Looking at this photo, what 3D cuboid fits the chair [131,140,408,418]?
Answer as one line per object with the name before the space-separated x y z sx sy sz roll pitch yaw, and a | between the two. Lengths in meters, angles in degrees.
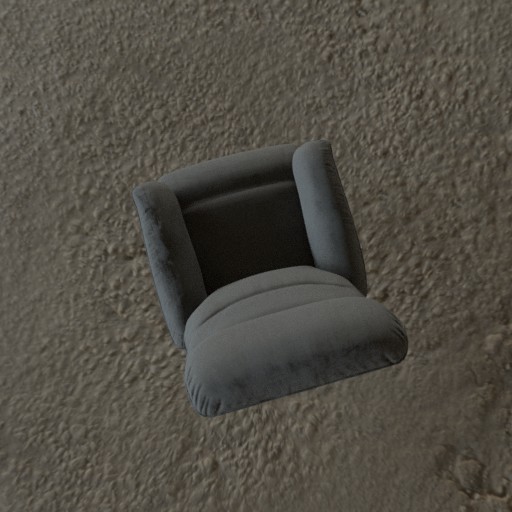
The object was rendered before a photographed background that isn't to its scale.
chair | 0.000 0.000 1.736 0.820 1.037 1.004 -15 76 -4
